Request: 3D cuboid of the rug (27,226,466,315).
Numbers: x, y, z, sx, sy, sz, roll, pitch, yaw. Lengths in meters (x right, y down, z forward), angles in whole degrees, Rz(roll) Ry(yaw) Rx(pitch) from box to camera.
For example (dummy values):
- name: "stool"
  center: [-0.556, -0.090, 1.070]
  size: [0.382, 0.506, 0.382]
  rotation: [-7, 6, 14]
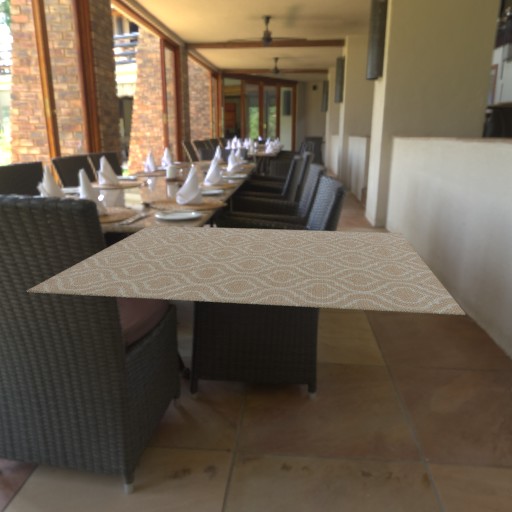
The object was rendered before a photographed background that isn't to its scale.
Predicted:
- name: "rug"
  center: [0.000, 0.000, 3.972]
  size: [2.894, 0.013, 2.286]
  rotation: [2, 15, 8]
